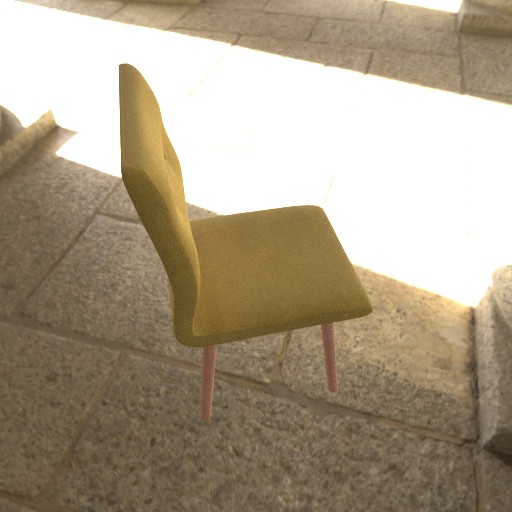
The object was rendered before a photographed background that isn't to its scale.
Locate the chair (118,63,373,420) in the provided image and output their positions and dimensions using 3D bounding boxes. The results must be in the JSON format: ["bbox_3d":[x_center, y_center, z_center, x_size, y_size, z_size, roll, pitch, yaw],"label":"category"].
[{"bbox_3d":[0.000,0.000,1.253,0.550,0.965,0.450,-9,47,-9],"label":"chair"}]
